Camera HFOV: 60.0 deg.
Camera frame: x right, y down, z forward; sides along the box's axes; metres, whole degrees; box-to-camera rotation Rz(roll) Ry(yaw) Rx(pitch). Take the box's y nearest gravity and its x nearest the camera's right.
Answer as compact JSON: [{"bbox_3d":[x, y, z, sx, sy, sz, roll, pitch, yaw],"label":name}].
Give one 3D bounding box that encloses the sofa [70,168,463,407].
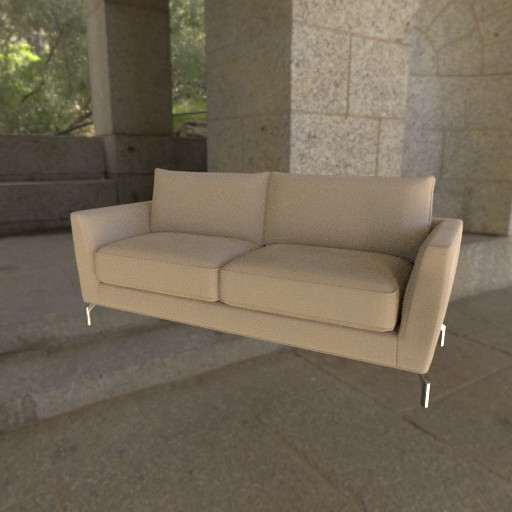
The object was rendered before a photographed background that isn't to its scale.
[{"bbox_3d":[0.000,0.000,2.689,2.214,1.005,0.868,7,15,27],"label":"sofa"}]
